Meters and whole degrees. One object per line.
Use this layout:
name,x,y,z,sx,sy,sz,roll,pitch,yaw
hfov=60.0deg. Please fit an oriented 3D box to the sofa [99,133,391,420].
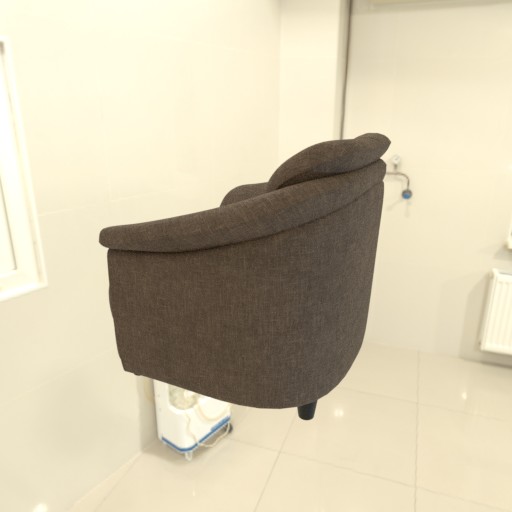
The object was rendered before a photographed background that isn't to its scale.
sofa,0.000,0.000,1.517,0.794,0.811,0.870,9,21,25
